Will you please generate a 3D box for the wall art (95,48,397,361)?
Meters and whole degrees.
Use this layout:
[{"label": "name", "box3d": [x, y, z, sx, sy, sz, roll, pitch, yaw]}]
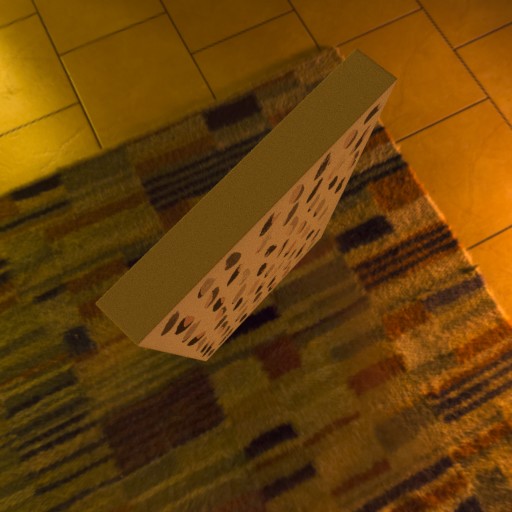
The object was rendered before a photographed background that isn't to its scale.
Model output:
[{"label": "wall art", "box3d": [0.000, 0.000, 0.477, 0.039, 0.381, 0.252, 42, 79, 10]}]
